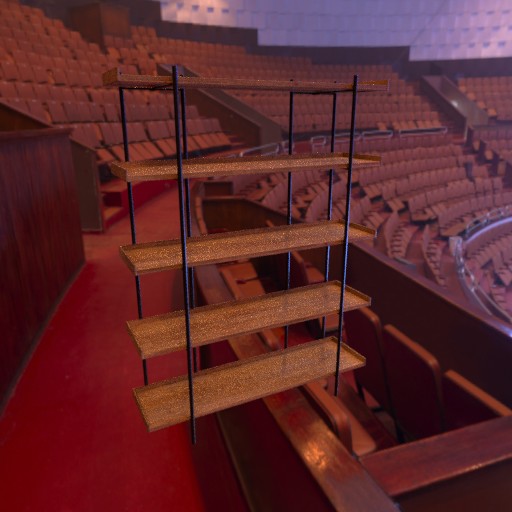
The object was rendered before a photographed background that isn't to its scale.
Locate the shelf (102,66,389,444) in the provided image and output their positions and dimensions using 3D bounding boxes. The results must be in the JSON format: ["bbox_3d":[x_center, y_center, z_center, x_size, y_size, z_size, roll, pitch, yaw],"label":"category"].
[{"bbox_3d":[0.000,0.000,2.400,1.371,1.826,0.379,-9,19,-26],"label":"shelf"}]
